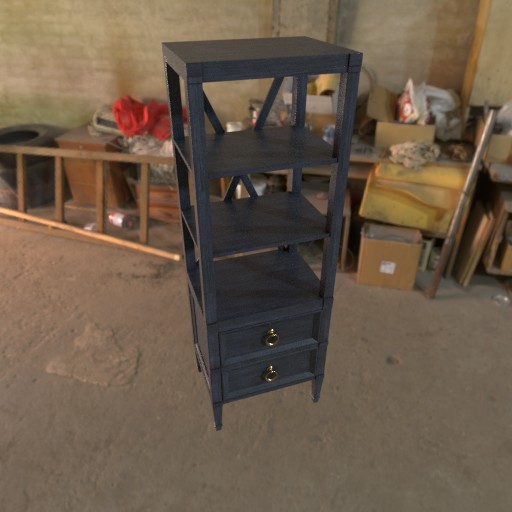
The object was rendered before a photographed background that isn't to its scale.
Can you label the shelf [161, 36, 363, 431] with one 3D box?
[{"bbox_3d":[0.000,0.000,2.011,0.584,1.727,0.472,-10,34,-16],"label":"shelf"}]
